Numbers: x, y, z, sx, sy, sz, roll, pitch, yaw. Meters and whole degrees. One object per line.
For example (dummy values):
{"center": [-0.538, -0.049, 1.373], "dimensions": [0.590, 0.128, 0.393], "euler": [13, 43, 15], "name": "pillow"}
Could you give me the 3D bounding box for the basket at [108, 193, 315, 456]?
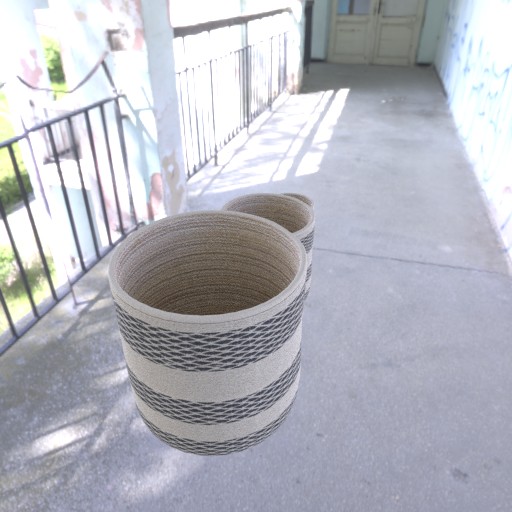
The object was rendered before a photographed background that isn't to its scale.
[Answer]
{"center": [0.000, 0.000, 1.106], "dimensions": [0.351, 0.356, 0.917], "euler": [9, 33, 14], "name": "basket"}
